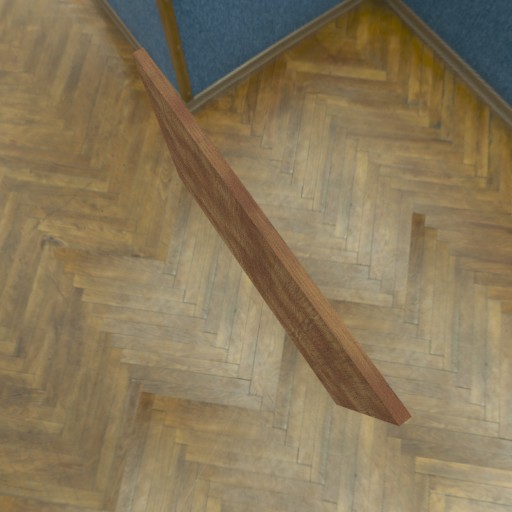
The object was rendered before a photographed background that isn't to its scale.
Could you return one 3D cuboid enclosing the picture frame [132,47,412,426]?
[{"bbox_3d":[0.000,0.000,1.202,0.029,0.640,0.950,-33,77,-8],"label":"picture frame"}]
